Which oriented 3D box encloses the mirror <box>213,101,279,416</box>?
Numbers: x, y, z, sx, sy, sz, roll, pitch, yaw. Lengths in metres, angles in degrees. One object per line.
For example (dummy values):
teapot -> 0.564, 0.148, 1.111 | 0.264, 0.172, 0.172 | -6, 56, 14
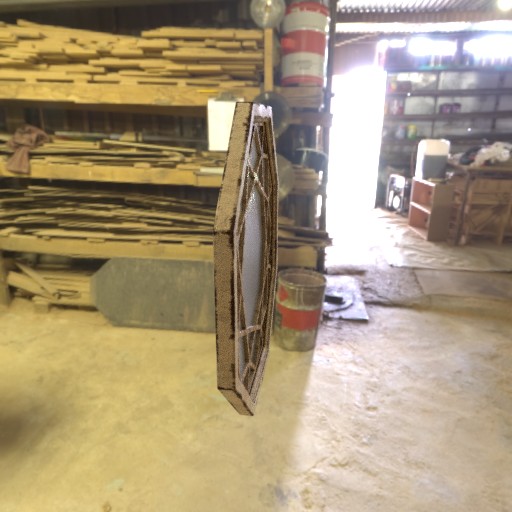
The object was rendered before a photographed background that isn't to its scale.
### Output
mirror -> 0.000, 0.000, 1.000 | 0.031, 0.648, 0.648 | 3, 17, 8
